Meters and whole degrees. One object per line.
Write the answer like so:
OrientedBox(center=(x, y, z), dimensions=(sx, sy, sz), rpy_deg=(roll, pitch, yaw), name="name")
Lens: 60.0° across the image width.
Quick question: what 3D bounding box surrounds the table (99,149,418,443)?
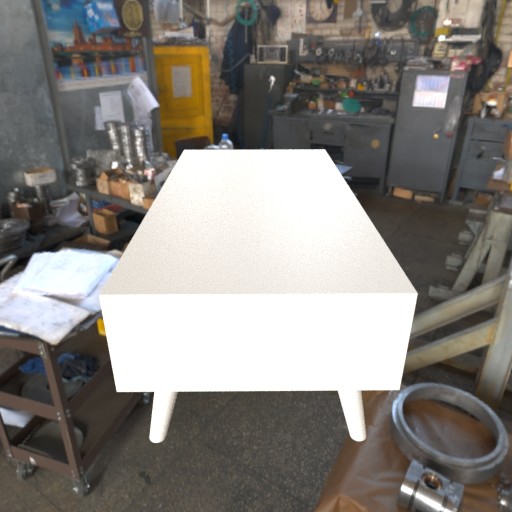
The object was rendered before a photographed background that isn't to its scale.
OrientedBox(center=(0.000, 0.000, 1.476), dimensions=(0.609, 0.432, 1.194), rpy_deg=(0, 26, 0), name="table")
